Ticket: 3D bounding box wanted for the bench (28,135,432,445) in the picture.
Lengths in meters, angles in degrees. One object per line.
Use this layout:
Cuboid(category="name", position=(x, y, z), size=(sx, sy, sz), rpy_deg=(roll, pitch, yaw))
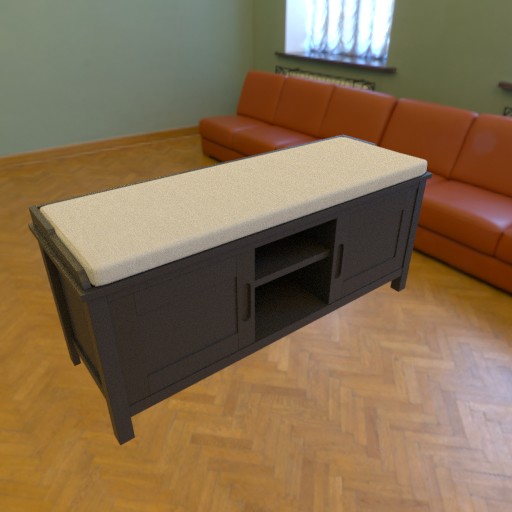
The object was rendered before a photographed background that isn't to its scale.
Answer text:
Cuboid(category="bench", position=(0.000, 0.000, 1.378), size=(1.140, 0.501, 0.398), rpy_deg=(-21, 36, -32))
